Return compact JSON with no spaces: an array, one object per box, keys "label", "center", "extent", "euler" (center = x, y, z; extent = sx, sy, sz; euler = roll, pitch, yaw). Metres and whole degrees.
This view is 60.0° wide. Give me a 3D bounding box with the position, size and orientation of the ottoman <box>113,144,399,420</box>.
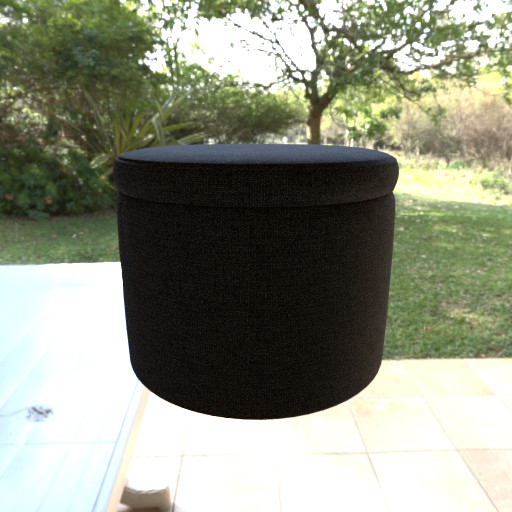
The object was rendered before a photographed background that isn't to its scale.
[{"label":"ottoman","center":[0.000,0.000,0.887],"extent":[0.520,0.430,0.520],"euler":[0,16,0]}]
